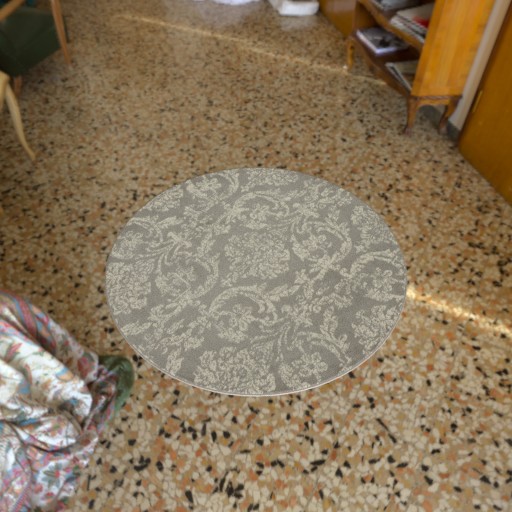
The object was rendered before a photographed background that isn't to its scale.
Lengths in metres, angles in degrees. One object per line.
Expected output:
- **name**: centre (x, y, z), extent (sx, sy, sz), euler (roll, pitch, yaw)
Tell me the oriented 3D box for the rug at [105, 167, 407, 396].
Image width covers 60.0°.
- **rug**: centre (0.000, 0.000, 2.393), extent (1.593, 0.012, 1.593), euler (0, 47, 0)
